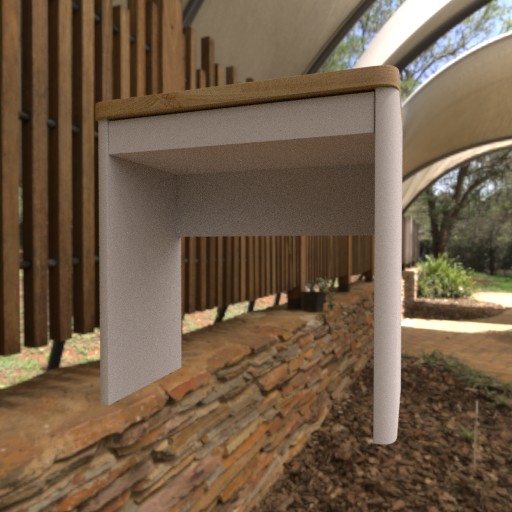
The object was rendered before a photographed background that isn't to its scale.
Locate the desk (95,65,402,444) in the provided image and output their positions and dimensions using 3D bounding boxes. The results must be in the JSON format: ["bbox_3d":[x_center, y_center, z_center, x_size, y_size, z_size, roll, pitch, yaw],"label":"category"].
[{"bbox_3d":[0.000,0.000,1.230,0.760,0.790,0.440,0,1,19],"label":"desk"}]
